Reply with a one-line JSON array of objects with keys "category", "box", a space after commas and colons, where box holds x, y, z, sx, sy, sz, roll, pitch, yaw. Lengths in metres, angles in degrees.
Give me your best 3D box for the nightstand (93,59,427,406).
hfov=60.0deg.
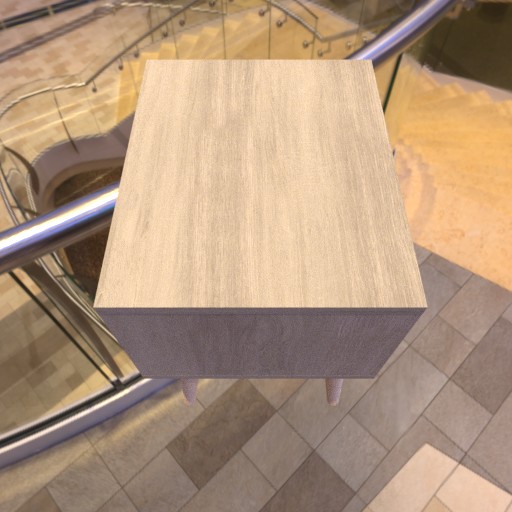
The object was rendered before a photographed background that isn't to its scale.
[{"category": "nightstand", "box": [0.000, 0.000, 0.822, 0.380, 0.500, 0.450, 0, 58, 0]}]
